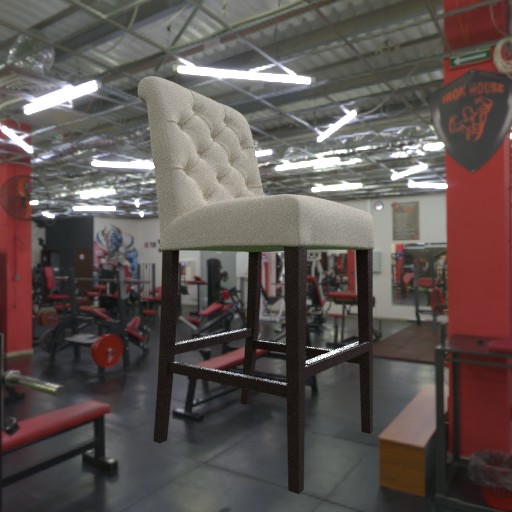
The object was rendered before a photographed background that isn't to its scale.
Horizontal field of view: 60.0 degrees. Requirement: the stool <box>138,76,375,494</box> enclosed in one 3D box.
[{"bbox_3d":[0.000,0.000,1.386,0.610,1.118,0.482,0,0,36],"label":"stool"}]
